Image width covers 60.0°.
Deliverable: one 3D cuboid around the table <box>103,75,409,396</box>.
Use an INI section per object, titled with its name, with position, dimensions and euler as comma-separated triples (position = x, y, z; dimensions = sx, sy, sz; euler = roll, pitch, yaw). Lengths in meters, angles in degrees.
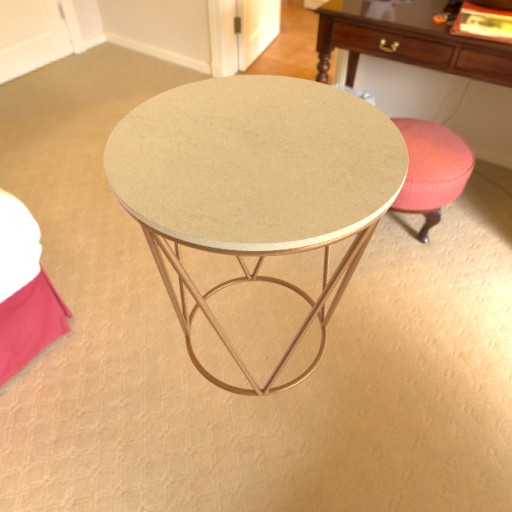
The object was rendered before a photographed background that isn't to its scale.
[table]
position = 0.000, 0.000, 0.948
dimensions = 0.500, 0.564, 0.500
euler = 0, 46, 0
